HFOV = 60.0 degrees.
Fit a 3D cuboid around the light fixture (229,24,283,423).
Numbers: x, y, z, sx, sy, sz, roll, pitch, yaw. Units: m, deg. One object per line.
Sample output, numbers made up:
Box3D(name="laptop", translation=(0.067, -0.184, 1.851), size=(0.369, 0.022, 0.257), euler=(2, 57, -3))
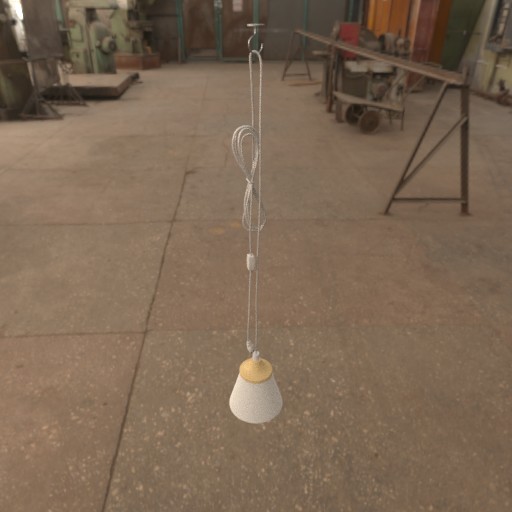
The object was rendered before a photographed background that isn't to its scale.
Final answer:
Box3D(name="light fixture", translation=(0.000, 0.000, 1.042), size=(0.153, 0.966, 0.153), euler=(0, 29, -1))
